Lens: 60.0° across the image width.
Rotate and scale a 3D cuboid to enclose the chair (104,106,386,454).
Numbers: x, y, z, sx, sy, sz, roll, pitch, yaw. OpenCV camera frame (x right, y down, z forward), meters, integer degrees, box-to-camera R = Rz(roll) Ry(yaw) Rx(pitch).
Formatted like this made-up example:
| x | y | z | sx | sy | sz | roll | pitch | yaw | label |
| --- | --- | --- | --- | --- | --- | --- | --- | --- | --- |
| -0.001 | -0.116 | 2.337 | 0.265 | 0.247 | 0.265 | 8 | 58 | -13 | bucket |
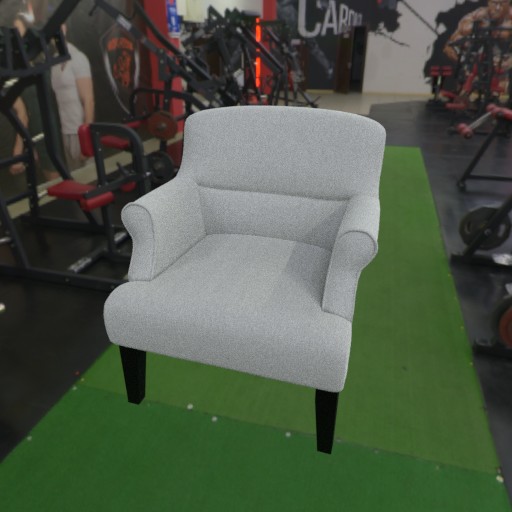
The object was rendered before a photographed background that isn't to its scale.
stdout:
| x | y | z | sx | sy | sz | roll | pitch | yaw | label |
| --- | --- | --- | --- | --- | --- | --- | --- | --- | --- |
| 0.000 | 0.000 | 1.487 | 0.781 | 0.875 | 0.750 | 8 | 27 | 16 | chair |
